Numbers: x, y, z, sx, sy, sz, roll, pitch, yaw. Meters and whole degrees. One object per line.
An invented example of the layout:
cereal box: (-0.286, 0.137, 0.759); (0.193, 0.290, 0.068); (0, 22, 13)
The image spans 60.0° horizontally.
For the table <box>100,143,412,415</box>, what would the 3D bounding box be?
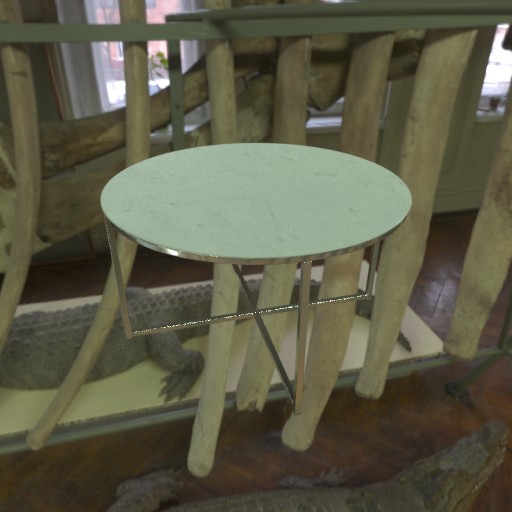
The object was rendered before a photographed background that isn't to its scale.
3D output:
table: (0.000, 0.000, 1.301); (0.800, 0.450, 0.800); (0, 29, 0)
